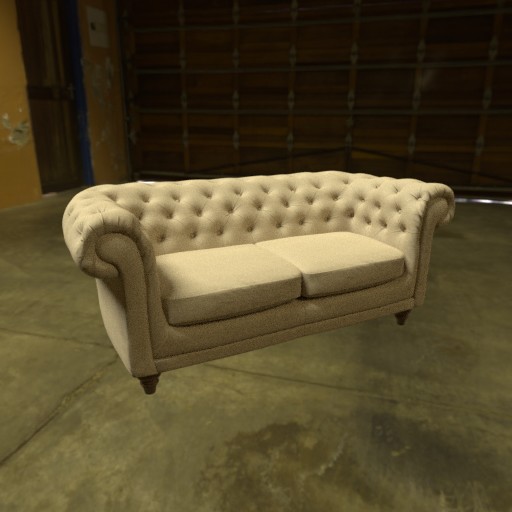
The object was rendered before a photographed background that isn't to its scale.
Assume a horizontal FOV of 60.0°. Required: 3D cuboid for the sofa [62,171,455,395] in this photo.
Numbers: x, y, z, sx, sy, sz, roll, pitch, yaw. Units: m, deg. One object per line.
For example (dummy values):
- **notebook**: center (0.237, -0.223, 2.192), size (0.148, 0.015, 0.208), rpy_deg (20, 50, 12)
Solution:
- **sofa**: center (0.000, 0.000, 2.519), size (1.988, 0.835, 1.069), rpy_deg (-9, 19, -26)
